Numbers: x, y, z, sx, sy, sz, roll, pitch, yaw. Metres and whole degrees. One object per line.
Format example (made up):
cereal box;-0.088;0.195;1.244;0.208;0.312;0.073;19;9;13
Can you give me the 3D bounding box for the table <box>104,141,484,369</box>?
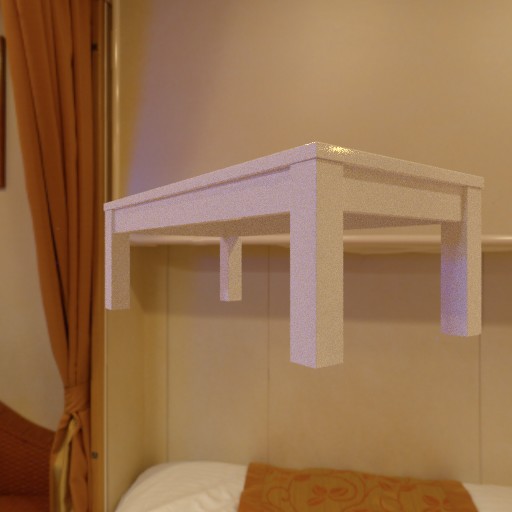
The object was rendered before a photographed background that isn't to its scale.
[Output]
table;0.000;0.000;1.660;0.700;0.470;1.350;0;0;-37
